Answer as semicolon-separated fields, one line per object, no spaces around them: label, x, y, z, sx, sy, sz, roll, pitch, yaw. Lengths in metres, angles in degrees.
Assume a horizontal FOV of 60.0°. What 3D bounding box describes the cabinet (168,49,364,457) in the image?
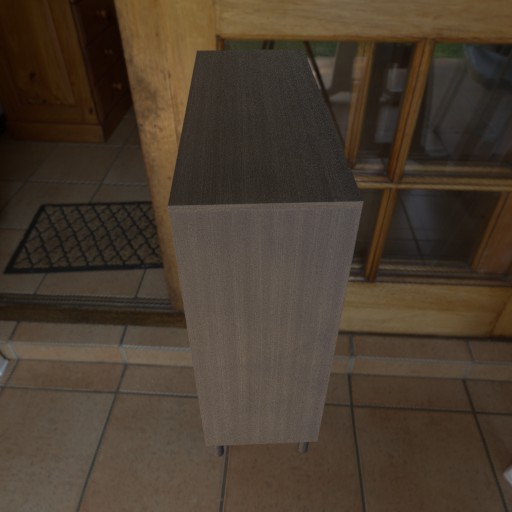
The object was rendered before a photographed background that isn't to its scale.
cabinet;0.000;0.000;1.668;0.400;1.170;1.010;-2;41;-2
